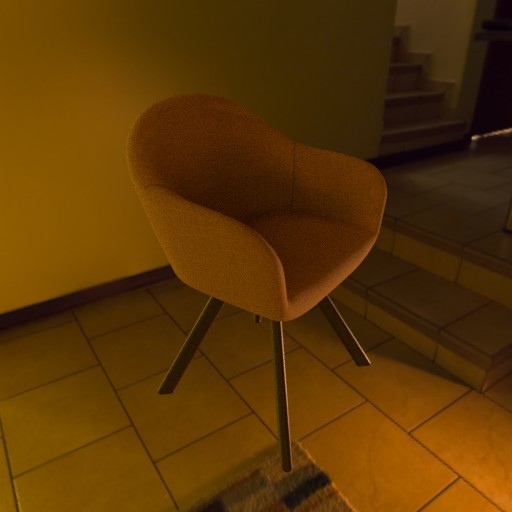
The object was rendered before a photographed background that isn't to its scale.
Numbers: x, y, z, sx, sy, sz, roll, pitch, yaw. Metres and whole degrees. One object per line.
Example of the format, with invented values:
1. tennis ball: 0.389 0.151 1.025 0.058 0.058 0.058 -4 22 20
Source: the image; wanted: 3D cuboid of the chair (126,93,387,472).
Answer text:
1. chair: 0.000 0.000 1.194 0.550 0.795 0.590 18 32 32
